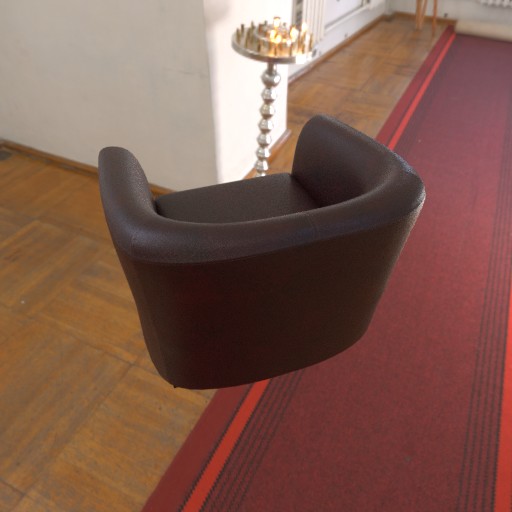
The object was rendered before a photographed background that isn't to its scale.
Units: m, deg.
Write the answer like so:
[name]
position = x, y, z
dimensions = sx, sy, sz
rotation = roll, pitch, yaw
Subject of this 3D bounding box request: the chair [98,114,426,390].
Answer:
[chair]
position = 0.000, 0.000, 1.354
dimensions = 0.792, 0.756, 0.727
rotation = -13, 43, -14
